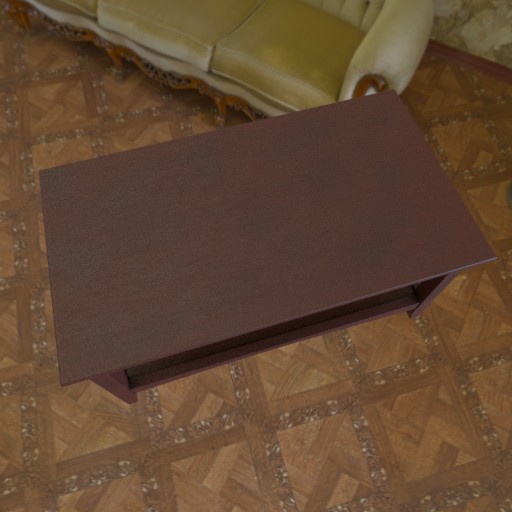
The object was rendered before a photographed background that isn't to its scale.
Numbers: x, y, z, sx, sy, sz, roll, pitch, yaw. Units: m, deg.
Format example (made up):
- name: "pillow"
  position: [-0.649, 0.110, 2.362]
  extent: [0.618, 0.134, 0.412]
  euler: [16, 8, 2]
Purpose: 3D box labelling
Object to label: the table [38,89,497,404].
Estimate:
- name: "table"
  position: [0.000, 0.000, 1.224]
  extent: [0.943, 0.456, 0.533]
  euler: [-15, 64, -7]
